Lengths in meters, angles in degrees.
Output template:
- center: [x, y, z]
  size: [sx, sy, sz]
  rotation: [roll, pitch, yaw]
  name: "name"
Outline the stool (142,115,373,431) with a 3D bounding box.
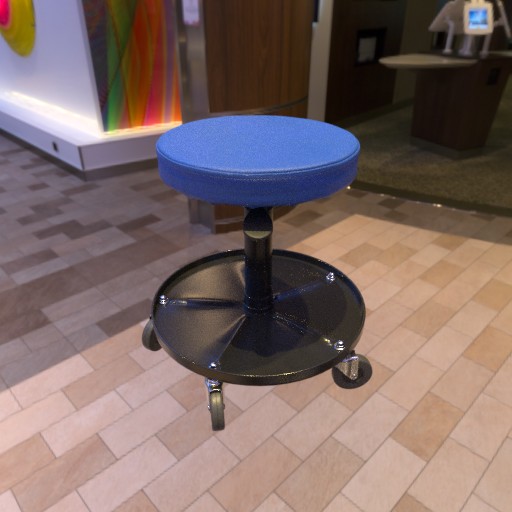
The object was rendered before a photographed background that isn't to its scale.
- center: [0.000, 0.000, 0.682]
  size: [0.381, 0.365, 0.382]
  rotation: [0, 30, 0]
  name: "stool"
